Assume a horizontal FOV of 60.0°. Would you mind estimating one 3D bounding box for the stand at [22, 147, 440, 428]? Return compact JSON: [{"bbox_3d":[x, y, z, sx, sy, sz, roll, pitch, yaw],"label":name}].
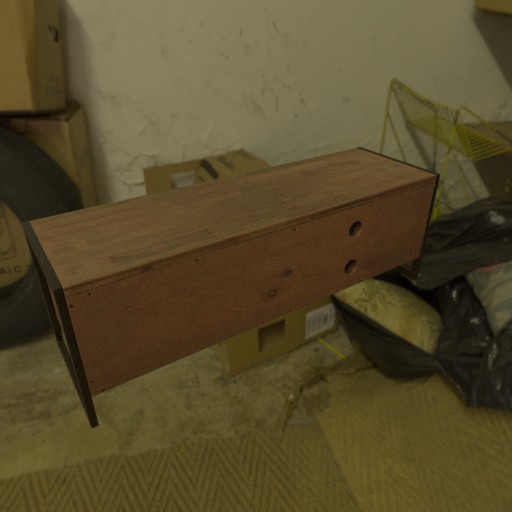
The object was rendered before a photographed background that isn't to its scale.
[{"bbox_3d":[0.000,0.000,1.718,1.480,0.506,0.454,-18,35,-28],"label":"stand"}]
